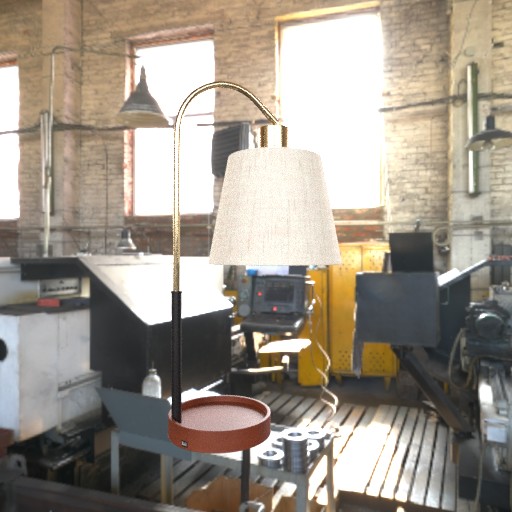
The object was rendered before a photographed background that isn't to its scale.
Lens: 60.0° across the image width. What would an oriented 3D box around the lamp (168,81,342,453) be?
[{"bbox_3d":[0.000,0.000,0.697,0.273,0.536,0.211,0,0,-18],"label":"lamp"}]
